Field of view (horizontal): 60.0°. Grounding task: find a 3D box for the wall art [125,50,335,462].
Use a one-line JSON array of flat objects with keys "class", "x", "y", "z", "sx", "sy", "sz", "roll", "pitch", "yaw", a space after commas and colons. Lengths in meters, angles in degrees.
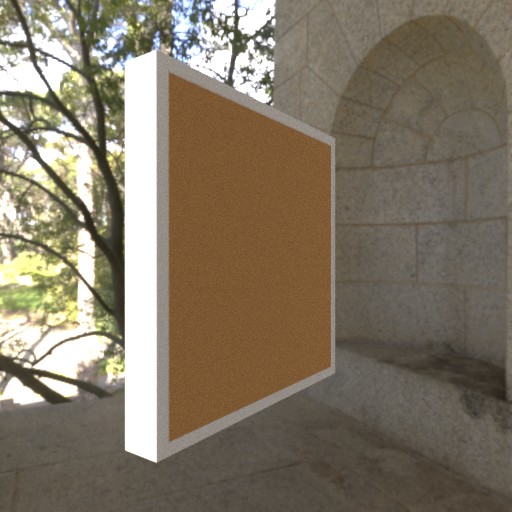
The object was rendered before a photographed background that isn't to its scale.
[{"class": "wall art", "x": 0.000, "y": 0.000, "z": 0.462, "sx": 0.037, "sy": 0.305, "sz": 0.305, "roll": 0, "pitch": 0, "yaw": 35}]
